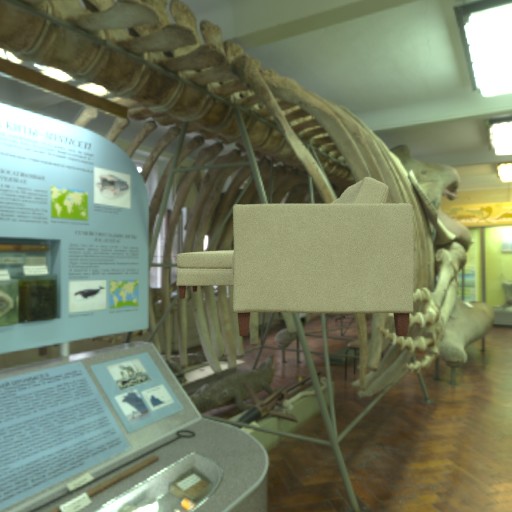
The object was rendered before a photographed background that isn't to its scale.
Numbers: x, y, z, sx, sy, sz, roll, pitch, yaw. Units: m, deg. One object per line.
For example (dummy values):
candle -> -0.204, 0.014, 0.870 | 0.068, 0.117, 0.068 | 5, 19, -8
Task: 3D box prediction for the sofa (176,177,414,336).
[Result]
sofa -> 0.000, 0.000, 3.845 | 1.625, 0.846, 3.186 | 0, 0, 0
